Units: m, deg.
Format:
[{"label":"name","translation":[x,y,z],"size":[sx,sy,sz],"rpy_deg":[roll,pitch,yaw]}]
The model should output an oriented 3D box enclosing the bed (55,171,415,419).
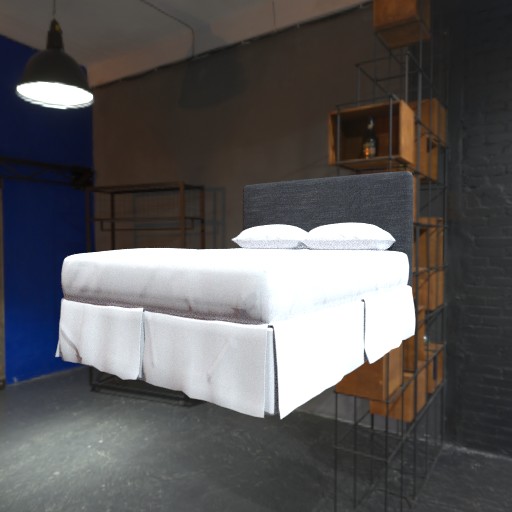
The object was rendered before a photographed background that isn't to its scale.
[{"label":"bed","translation":[0.000,0.000,3.157],"size":[1.723,1.330,2.142],"rpy_deg":[1,3,35]}]
